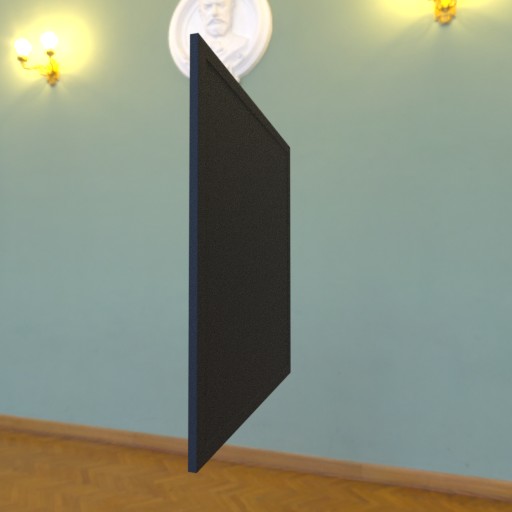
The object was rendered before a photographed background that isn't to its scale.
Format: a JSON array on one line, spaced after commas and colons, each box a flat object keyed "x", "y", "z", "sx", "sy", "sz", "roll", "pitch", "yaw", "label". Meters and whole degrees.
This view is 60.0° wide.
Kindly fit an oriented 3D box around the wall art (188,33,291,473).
[{"x": 0.000, "y": 0.000, "z": 0.831, "sx": 0.012, "sy": 0.558, "sz": 0.562, "roll": 0, "pitch": -2, "yaw": 17, "label": "wall art"}]
